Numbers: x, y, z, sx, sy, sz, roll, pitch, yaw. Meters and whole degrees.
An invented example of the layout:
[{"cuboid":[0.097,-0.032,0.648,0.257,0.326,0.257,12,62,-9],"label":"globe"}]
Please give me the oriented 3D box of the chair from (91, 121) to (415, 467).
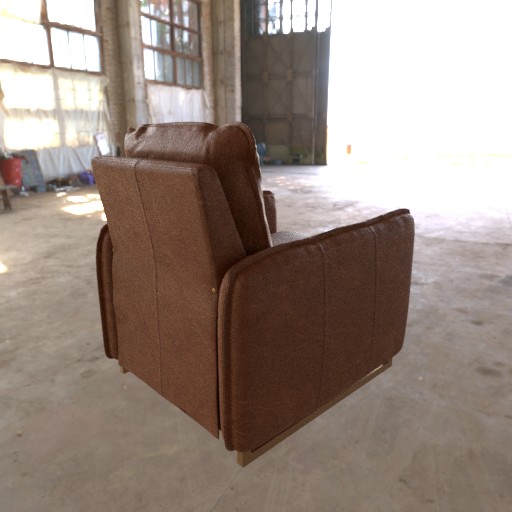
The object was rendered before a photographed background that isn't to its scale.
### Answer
[{"cuboid":[0.000,0.000,1.606,0.922,0.922,0.830,-15,21,-42],"label":"chair"}]
